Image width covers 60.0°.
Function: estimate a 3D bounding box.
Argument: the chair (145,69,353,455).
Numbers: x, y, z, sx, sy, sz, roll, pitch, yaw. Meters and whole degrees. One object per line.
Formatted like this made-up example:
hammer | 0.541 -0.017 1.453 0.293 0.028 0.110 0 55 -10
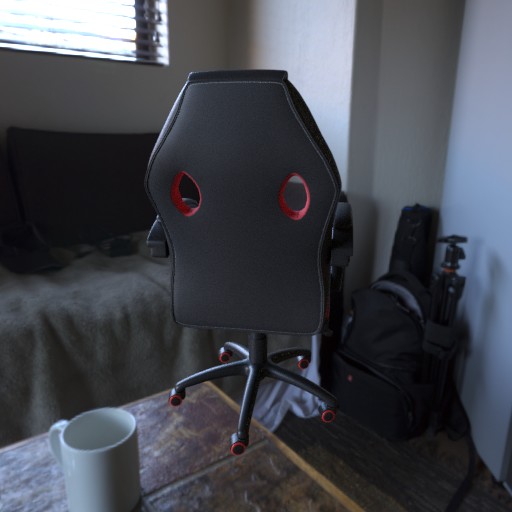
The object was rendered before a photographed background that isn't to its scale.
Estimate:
chair | 0.000 0.000 1.614 0.673 1.187 0.724 3 16 9
